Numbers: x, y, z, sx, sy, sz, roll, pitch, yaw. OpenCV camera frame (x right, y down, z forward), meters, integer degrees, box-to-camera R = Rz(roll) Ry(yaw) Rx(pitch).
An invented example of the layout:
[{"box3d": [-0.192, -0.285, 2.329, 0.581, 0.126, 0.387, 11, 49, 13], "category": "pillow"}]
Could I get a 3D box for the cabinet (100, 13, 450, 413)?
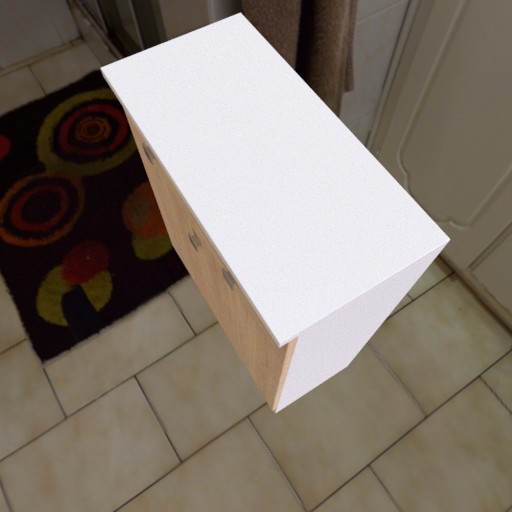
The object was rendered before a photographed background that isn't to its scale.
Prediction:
[{"box3d": [0.000, 0.000, 1.087, 0.296, 0.815, 0.600, -29, 67, -14], "category": "cabinet"}]
